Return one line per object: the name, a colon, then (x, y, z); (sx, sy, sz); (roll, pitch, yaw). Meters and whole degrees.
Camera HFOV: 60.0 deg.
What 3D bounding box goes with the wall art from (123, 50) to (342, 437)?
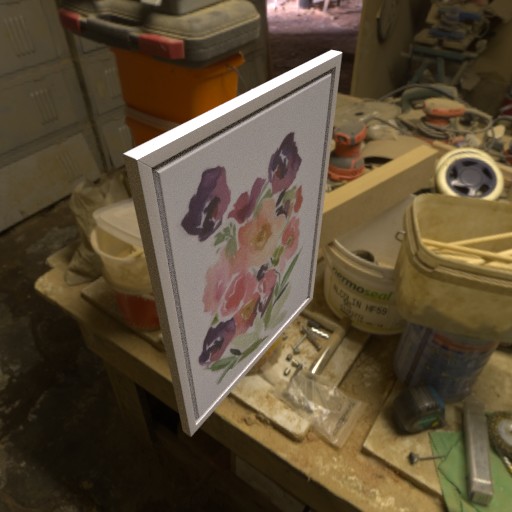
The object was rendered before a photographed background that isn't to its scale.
wall art: (0.000, 0.000, 1.422); (0.042, 1.056, 0.805); (26, 47, 27)
